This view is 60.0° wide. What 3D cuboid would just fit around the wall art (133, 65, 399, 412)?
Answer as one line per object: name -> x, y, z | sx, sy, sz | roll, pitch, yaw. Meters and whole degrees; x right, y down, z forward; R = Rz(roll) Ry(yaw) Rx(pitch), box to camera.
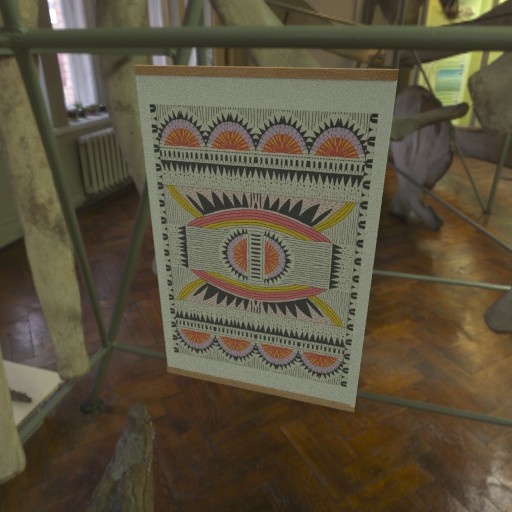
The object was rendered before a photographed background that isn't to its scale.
wall art -> 0.000, 0.000, 1.954 | 0.999, 1.533, 0.028 | 8, 27, 15
